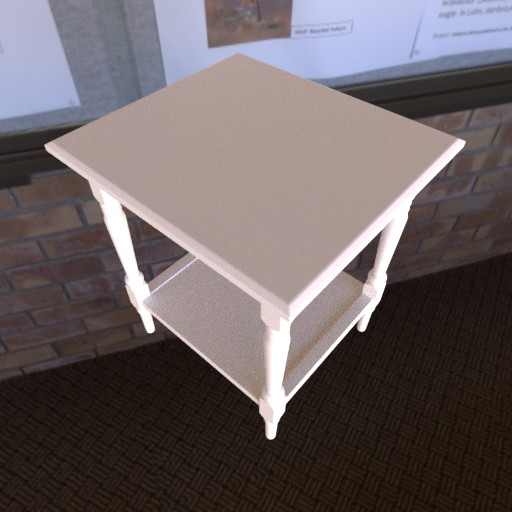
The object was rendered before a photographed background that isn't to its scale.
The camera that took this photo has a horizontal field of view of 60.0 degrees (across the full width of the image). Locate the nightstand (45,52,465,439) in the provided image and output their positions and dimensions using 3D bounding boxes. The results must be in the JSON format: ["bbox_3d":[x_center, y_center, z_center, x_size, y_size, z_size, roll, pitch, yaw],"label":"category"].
[{"bbox_3d":[0.000,0.000,0.918,0.505,0.555,0.459,33,56,26],"label":"nightstand"}]
